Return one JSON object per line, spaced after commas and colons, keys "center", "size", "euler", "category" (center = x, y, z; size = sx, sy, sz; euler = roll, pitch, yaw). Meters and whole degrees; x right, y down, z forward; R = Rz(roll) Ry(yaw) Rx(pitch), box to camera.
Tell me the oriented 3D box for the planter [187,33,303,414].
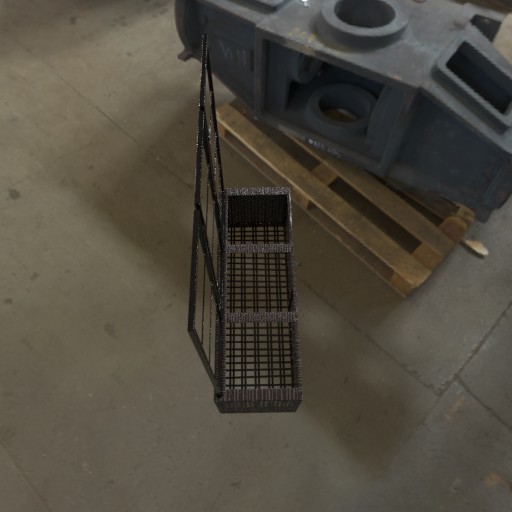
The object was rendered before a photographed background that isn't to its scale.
{"center": [0.000, 0.000, 1.191], "size": [0.244, 0.841, 0.699], "euler": [-1, 63, 0], "category": "planter"}
